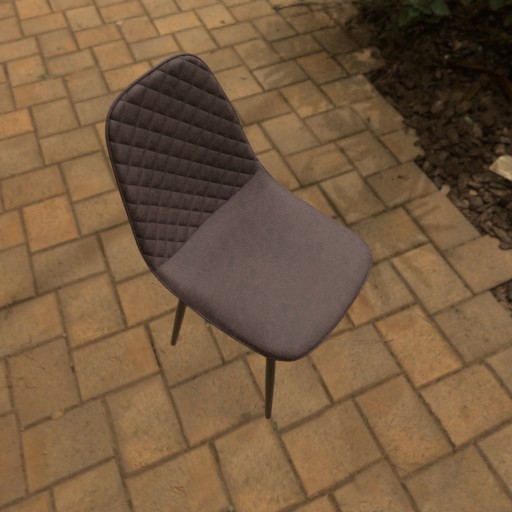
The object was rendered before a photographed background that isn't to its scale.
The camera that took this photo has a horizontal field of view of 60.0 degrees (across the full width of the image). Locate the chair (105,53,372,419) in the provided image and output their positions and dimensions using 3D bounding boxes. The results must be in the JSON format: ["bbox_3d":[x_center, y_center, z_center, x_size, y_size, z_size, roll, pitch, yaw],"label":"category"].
[{"bbox_3d":[0.000,0.000,1.186,0.561,0.889,0.472,32,63,19],"label":"chair"}]
